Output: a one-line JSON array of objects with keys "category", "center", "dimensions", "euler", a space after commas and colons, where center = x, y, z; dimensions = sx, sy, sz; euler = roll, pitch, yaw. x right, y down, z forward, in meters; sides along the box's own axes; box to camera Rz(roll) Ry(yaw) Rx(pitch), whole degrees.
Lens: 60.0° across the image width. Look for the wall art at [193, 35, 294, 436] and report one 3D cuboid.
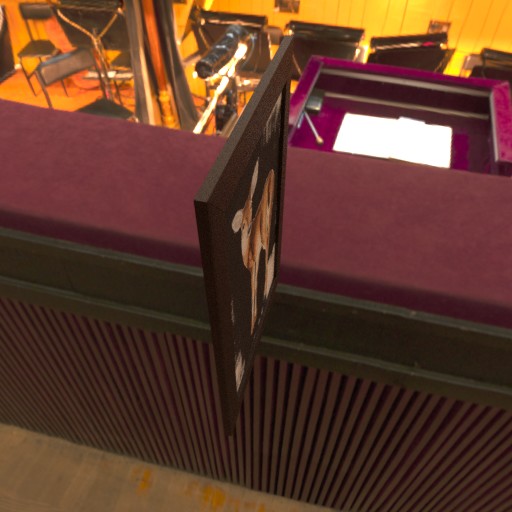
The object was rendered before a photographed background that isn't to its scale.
[{"category": "wall art", "center": [0.000, 0.000, 0.671], "dimensions": [0.013, 0.508, 0.359], "euler": [11, 48, 10]}]
